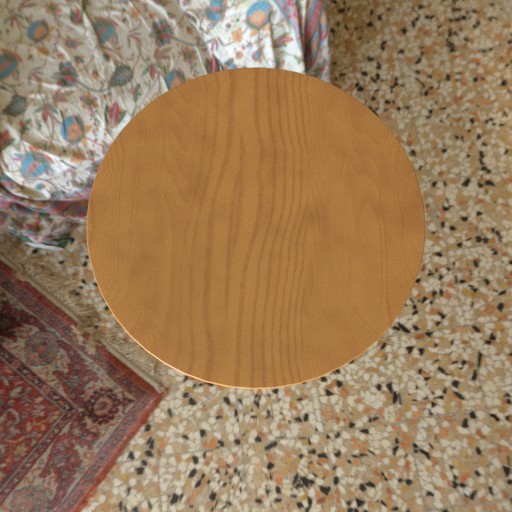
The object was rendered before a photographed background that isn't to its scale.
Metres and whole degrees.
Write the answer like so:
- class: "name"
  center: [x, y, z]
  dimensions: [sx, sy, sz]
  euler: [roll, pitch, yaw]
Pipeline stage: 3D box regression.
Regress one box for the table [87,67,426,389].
- class: "table"
  center: [0.000, 0.000, 1.077]
  dimensions: [0.597, 0.612, 0.597]
  euler: [0, 75, 0]
